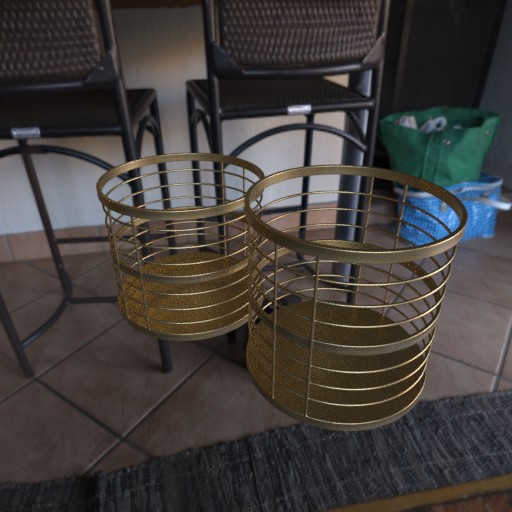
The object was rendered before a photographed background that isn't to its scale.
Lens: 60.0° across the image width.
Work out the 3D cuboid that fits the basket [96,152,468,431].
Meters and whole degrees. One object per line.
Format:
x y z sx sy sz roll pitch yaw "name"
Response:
0.000 0.000 0.918 0.746 0.351 0.356 20 36 31 "basket"
